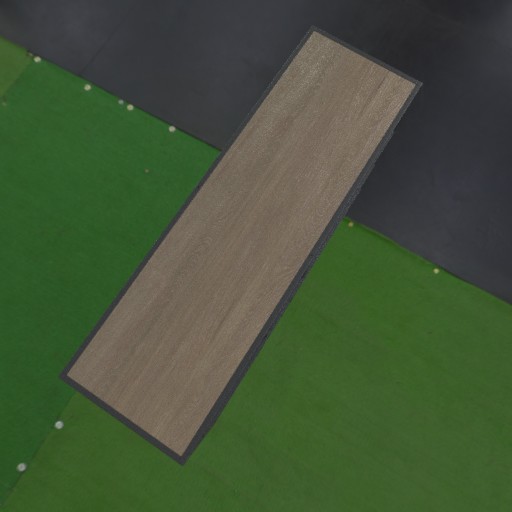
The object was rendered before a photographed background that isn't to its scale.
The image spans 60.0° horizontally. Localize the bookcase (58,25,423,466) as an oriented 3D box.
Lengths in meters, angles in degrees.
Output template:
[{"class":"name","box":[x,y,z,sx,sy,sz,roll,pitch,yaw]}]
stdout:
[{"class":"bookcase","box":[0.000,0.000,1.487,0.350,0.780,1.140,32,78,8]}]
